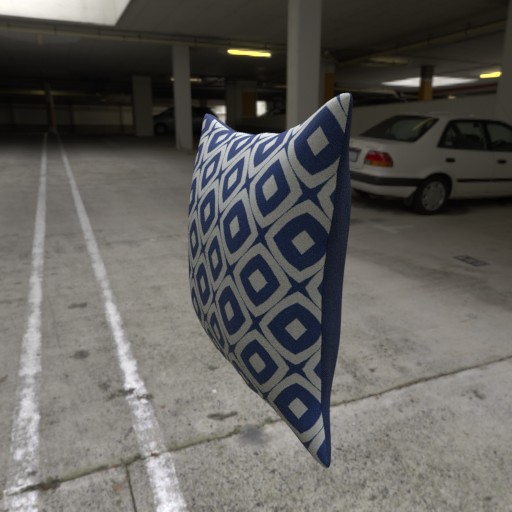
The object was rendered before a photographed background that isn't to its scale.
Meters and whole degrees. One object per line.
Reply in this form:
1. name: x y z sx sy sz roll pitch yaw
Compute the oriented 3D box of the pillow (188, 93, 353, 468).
1. pillow: 0.000 0.000 0.770 0.188 0.494 0.504 -7 17 -23
